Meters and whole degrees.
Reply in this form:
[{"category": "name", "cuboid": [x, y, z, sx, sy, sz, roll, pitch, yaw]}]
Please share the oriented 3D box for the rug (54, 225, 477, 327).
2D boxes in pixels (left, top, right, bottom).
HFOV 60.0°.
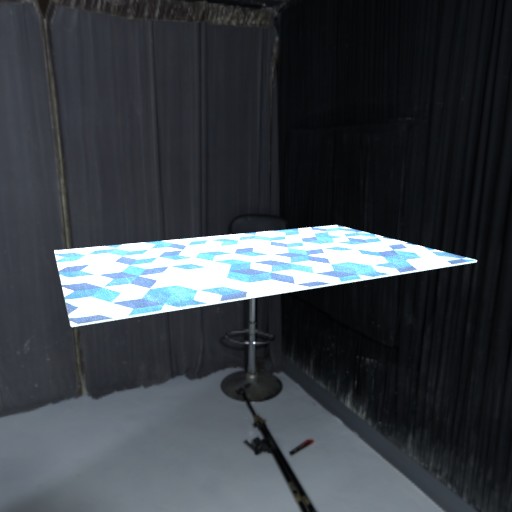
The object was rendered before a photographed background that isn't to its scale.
[{"category": "rug", "cuboid": [0.000, 0.000, 2.998, 2.438, 0.015, 1.518, -7, 15, -25]}]
